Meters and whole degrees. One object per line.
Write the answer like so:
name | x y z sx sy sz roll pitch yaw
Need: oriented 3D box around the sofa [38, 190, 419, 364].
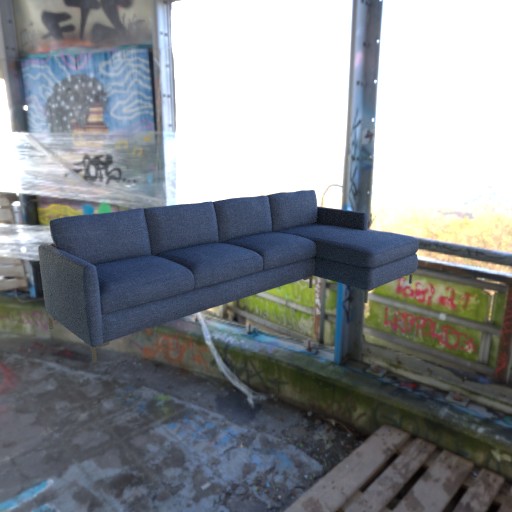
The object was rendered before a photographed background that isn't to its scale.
sofa | 0.000 0.000 3.577 2.932 0.810 1.350 -13 20 -42
